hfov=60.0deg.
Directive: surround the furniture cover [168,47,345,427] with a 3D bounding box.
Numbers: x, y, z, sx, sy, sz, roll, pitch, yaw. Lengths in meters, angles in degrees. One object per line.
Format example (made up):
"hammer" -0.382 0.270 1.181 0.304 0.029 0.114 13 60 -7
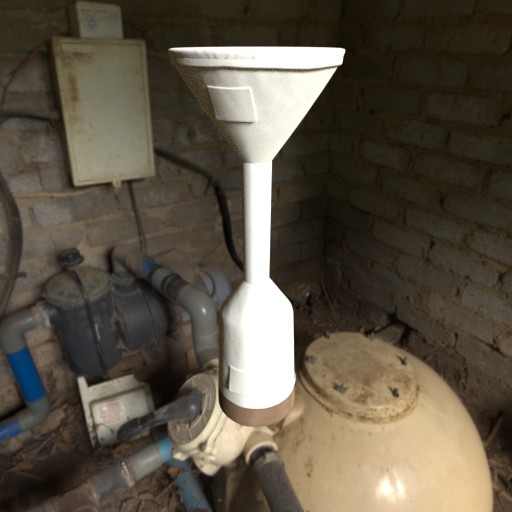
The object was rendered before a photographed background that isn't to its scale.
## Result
"furniture cover" 0.000 0.000 2.840 0.914 2.413 0.914 8 27 16
